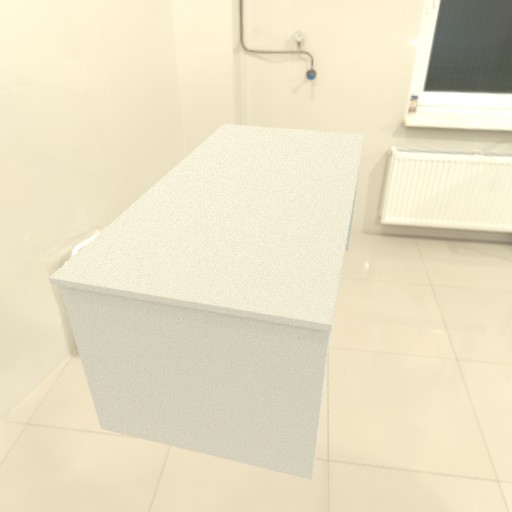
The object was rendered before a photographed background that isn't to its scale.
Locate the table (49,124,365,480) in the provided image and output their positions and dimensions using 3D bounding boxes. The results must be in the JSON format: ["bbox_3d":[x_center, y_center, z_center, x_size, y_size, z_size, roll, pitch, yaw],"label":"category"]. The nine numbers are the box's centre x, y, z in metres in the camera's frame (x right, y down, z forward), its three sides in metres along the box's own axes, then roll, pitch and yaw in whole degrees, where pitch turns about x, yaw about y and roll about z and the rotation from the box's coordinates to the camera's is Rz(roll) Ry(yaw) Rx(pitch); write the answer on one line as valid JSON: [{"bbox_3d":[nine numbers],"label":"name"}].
[{"bbox_3d":[0.000,0.000,1.259,0.500,0.441,1.000,8,33,12],"label":"table"}]
